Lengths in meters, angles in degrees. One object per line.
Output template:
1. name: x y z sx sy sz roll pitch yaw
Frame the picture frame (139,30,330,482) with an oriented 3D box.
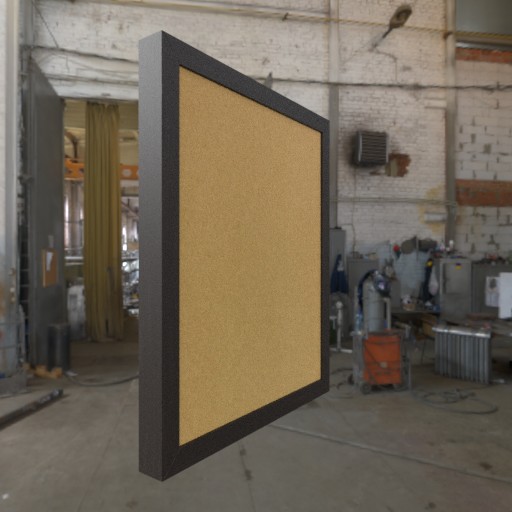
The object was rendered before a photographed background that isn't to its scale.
1. picture frame: 0.000 0.000 0.740 0.044 0.555 0.452 0 0 36
